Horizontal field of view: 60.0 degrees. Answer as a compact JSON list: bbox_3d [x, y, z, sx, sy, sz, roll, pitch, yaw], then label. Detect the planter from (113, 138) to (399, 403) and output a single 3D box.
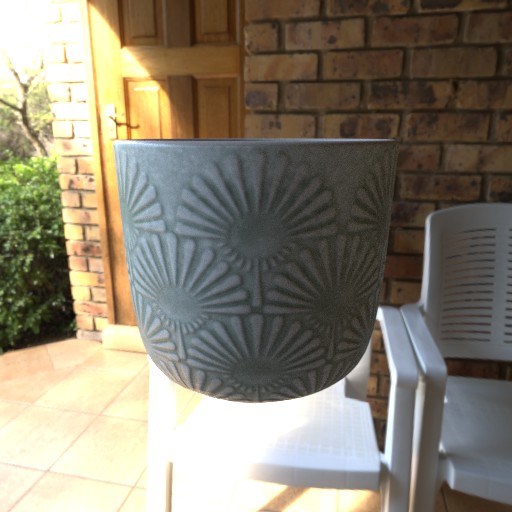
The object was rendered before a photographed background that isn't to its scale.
[{"bbox_3d":[0.000,0.000,0.215,0.124,0.109,0.124,0,15,0],"label":"planter"}]
